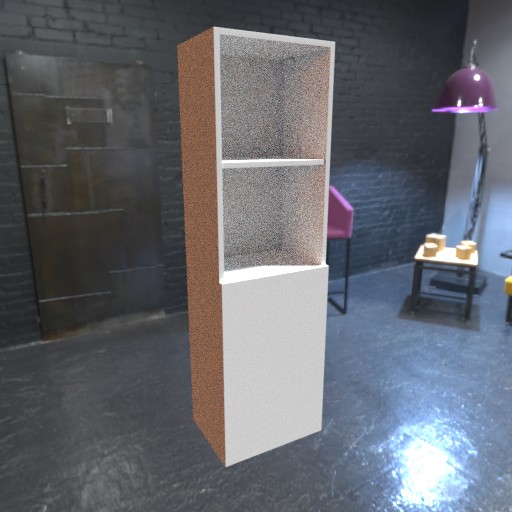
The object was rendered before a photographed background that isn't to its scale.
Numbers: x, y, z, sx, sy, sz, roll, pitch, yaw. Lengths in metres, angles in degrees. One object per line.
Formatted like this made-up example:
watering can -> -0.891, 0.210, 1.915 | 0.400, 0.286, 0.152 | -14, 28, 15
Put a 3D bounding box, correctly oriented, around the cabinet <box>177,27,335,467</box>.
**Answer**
cabinet -> 0.000, 0.000, 1.534 | 0.400, 1.350, 0.300 | -8, 17, -28
